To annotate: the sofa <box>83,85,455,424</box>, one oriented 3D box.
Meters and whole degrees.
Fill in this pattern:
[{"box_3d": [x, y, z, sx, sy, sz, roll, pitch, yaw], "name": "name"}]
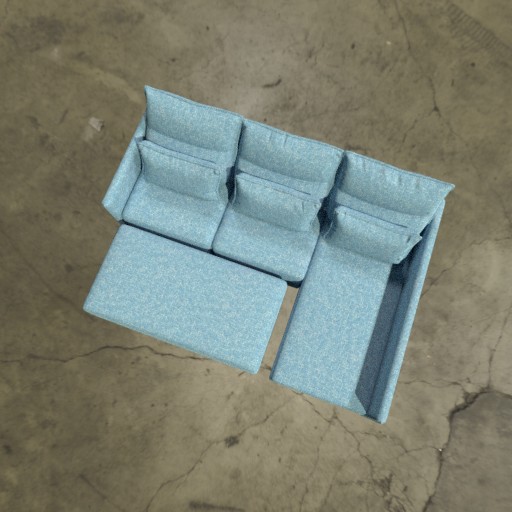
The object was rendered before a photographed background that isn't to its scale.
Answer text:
[{"box_3d": [0.000, 0.000, 2.859, 2.034, 0.899, 1.420, 19, 77, 5], "name": "sofa"}]
